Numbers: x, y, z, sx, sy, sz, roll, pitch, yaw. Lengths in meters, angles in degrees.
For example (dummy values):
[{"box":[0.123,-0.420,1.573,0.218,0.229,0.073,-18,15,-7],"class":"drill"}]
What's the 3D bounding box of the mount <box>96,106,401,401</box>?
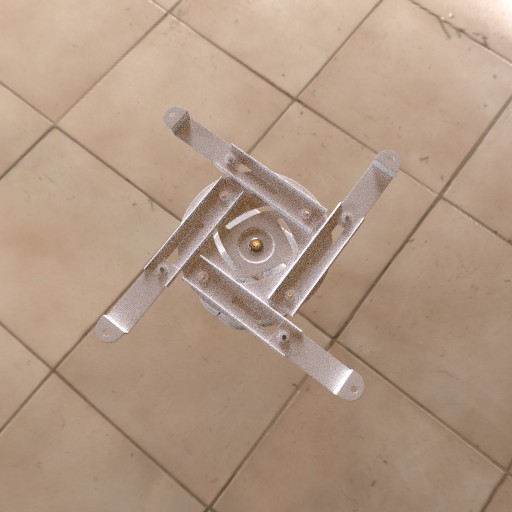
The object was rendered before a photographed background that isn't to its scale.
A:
[{"box":[0.000,0.000,0.592,0.394,0.141,0.394,36,78,9],"class":"mount"}]
